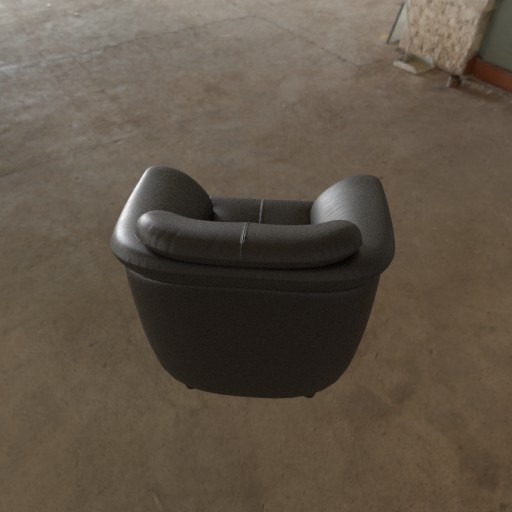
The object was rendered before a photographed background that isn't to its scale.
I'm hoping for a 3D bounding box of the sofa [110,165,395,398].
[{"bbox_3d":[0.000,0.000,1.528,0.870,0.811,0.794,3,45,3],"label":"sofa"}]
